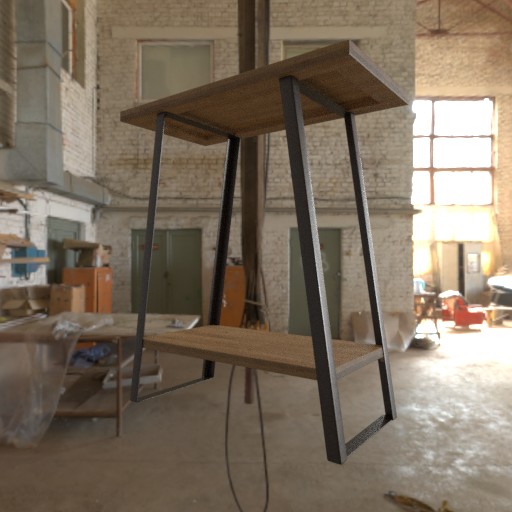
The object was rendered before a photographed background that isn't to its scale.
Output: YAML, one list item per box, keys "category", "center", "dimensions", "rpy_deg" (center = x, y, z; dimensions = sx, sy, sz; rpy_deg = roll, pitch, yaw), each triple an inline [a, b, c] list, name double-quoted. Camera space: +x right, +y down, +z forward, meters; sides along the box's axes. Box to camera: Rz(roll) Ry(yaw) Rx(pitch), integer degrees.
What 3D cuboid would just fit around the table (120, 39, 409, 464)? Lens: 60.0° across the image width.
- category: "table"
  center: [0.000, 0.000, 1.014]
  dimensions: [0.599, 0.701, 0.300]
  rpy_deg: [0, 0, 37]
